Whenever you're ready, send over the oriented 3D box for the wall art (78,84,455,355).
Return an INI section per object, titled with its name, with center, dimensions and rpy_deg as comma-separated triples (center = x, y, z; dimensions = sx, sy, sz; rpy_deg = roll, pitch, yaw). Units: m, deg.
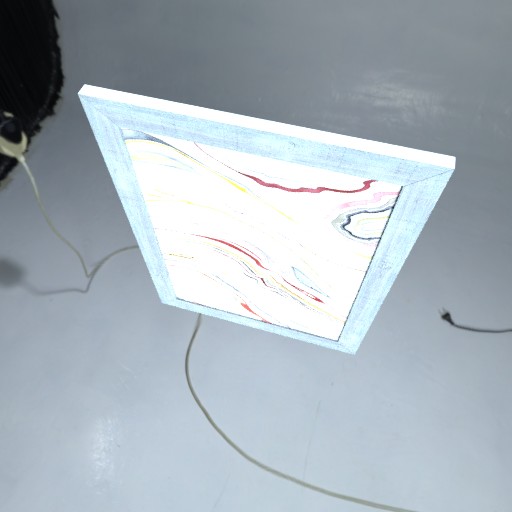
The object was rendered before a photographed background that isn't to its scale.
[wall art]
center = 0.000, 0.000, 0.809
dimensions = 0.481, 0.613, 0.020
rpy_deg = 14, 59, 9
